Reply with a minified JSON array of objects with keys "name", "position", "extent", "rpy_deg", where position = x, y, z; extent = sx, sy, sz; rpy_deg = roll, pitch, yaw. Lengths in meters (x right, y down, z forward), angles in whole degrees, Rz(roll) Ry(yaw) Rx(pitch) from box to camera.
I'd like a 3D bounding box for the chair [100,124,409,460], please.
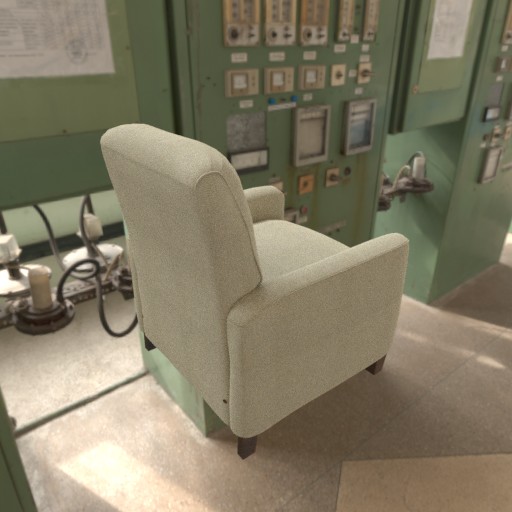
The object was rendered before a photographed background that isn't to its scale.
[{"name":"chair","position":[0.000,0.000,1.687],"extent":[0.853,1.006,0.850],"rpy_deg":[-19,32,-33]}]
